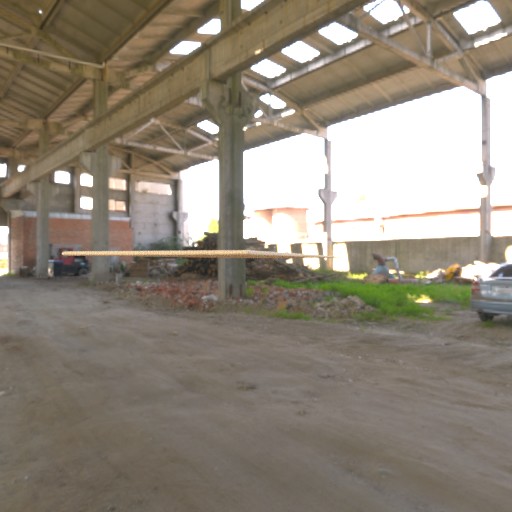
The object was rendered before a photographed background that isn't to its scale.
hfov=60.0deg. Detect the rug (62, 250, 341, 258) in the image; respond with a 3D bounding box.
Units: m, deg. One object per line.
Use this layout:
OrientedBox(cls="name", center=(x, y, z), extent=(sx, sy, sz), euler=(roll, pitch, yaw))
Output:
OrientedBox(cls="rug", center=(0.000, 0.000, 2.498), extent=(0.678, 0.014, 2.276), euler=(0, -1, 18))
